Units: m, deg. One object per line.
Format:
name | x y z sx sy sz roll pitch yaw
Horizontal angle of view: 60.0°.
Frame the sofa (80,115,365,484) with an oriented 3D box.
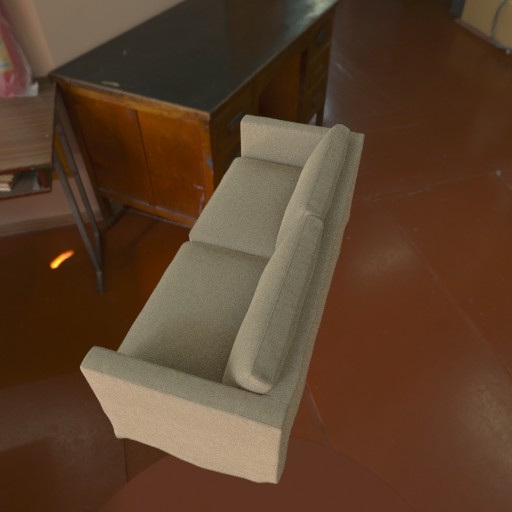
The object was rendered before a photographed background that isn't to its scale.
sofa | 0.000 0.000 2.760 0.956 0.847 2.296 13 48 12
